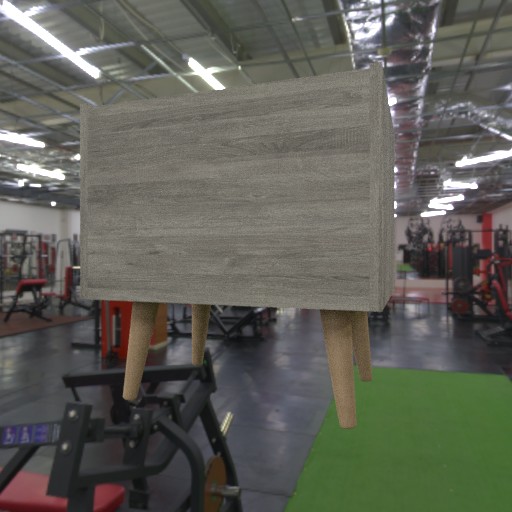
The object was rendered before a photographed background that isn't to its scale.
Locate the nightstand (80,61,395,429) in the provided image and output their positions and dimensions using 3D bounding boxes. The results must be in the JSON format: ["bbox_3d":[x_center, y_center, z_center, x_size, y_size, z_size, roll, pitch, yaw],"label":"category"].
[{"bbox_3d":[0.000,0.000,0.829,0.480,0.500,0.380,0,0,20],"label":"nightstand"}]
